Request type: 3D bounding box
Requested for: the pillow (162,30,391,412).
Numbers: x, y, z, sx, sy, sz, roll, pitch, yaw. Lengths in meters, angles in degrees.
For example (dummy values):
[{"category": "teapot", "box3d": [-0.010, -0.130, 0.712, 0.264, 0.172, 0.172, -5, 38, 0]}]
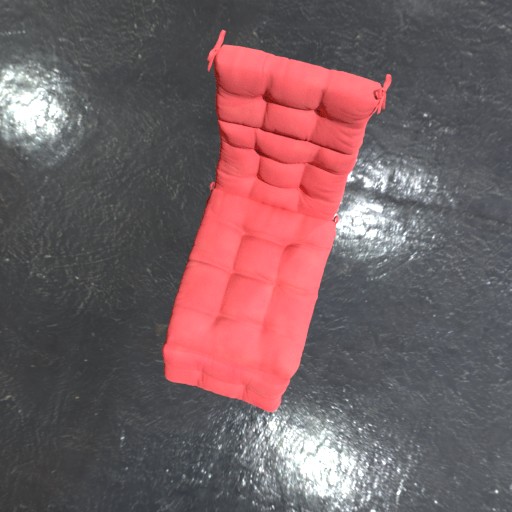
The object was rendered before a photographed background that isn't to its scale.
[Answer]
[{"category": "pillow", "box3d": [0.000, 0.000, 1.510, 0.526, 0.863, 1.016, 16, 77, 4]}]
